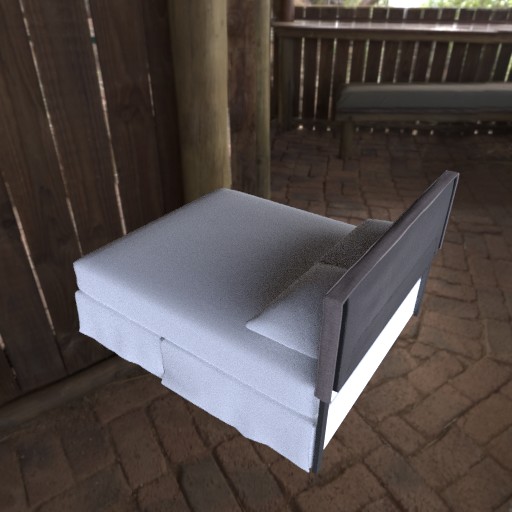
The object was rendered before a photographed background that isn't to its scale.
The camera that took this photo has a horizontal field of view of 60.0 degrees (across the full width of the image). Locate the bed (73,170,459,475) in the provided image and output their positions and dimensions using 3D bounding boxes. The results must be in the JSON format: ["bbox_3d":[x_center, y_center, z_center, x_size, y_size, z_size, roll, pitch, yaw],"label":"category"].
[{"bbox_3d":[0.000,0.000,2.860,1.894,1.089,1.610,21,37,30],"label":"bed"}]
